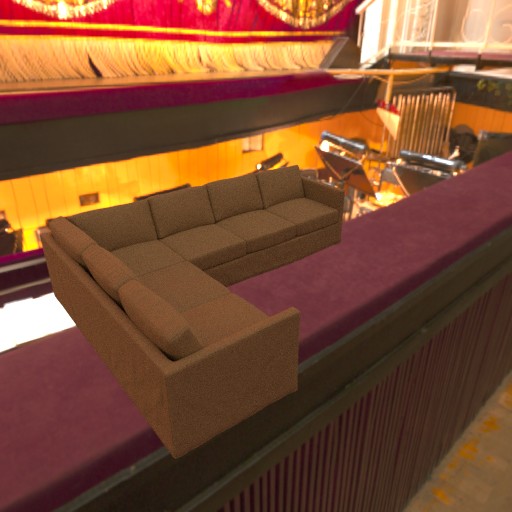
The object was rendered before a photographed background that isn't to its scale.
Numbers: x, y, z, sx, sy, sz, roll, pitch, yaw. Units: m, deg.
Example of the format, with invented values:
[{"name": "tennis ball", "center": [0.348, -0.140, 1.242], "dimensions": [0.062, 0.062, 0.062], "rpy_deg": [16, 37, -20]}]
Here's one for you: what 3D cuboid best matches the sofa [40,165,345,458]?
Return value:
[{"name": "sofa", "center": [0.000, 0.000, 4.215], "dimensions": [3.182, 0.871, 2.432], "rpy_deg": [-20, 33, -34]}]
